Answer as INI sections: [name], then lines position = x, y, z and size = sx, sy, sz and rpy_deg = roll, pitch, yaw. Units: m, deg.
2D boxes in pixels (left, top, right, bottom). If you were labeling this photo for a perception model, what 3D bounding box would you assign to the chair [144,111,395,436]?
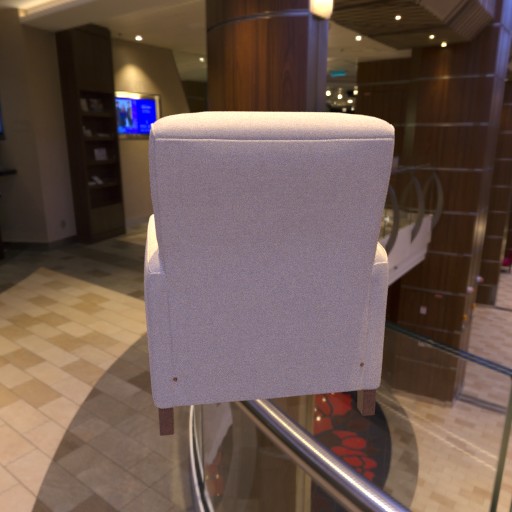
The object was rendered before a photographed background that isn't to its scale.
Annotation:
[chair]
position = 0.000, 0.000, 1.713
size = 0.841, 1.023, 0.858
rpy_deg = -2, 15, -9
